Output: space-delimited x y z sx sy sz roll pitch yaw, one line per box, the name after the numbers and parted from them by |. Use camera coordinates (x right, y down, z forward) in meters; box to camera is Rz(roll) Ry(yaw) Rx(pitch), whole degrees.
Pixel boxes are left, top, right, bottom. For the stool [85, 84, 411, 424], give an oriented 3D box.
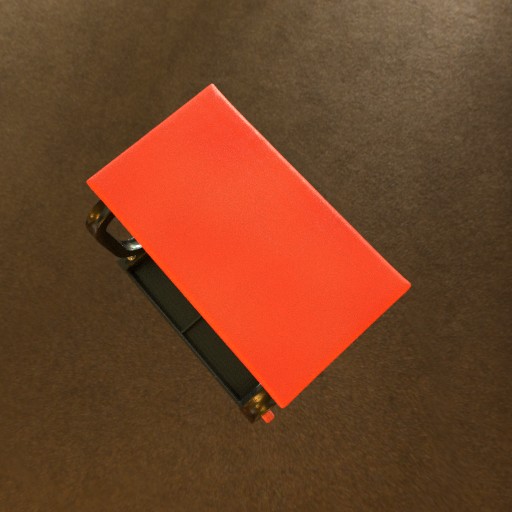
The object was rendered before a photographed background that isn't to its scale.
0.000 0.000 0.727 0.371 0.380 0.446 -41 80 -9 | stool
